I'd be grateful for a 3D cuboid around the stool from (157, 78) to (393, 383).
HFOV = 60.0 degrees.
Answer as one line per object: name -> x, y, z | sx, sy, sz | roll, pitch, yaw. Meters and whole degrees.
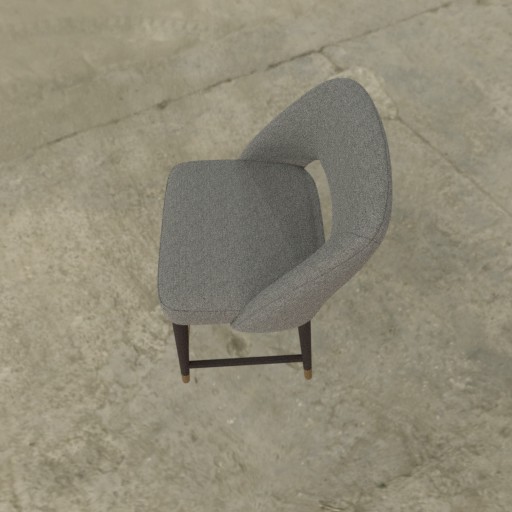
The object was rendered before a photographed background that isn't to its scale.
stool -> 0.000, 0.000, 1.256 | 0.524, 0.925, 0.536 | -1, 60, -1
